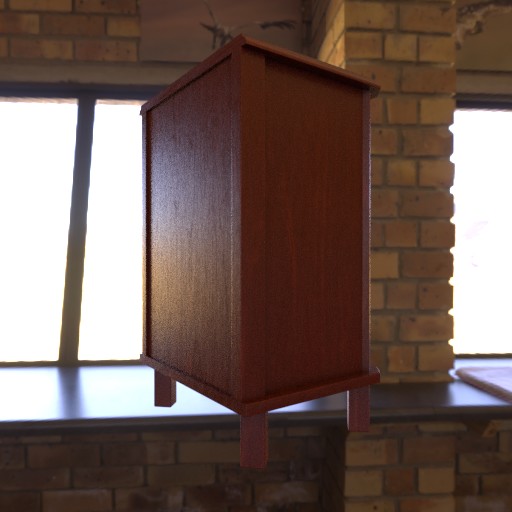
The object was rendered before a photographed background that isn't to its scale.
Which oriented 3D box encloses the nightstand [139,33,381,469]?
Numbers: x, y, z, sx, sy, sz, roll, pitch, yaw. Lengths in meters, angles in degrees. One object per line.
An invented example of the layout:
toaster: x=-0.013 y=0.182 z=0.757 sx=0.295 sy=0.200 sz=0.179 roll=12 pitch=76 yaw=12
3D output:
nightstand: x=0.000 y=0.000 z=0.944 sx=0.351 sy=0.681 sz=0.435 roll=0 pitch=0 yaw=-36
